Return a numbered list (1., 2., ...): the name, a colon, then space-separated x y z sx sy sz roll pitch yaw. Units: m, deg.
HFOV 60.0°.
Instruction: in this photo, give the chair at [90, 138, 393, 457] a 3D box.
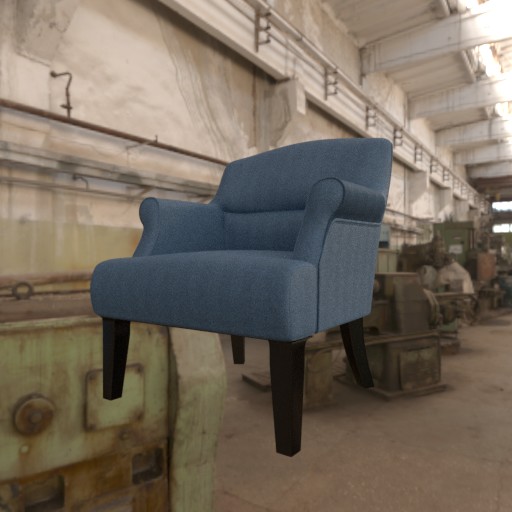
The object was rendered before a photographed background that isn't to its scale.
1. chair: 0.000 0.000 1.439 0.770 0.878 0.754 0 0 36
